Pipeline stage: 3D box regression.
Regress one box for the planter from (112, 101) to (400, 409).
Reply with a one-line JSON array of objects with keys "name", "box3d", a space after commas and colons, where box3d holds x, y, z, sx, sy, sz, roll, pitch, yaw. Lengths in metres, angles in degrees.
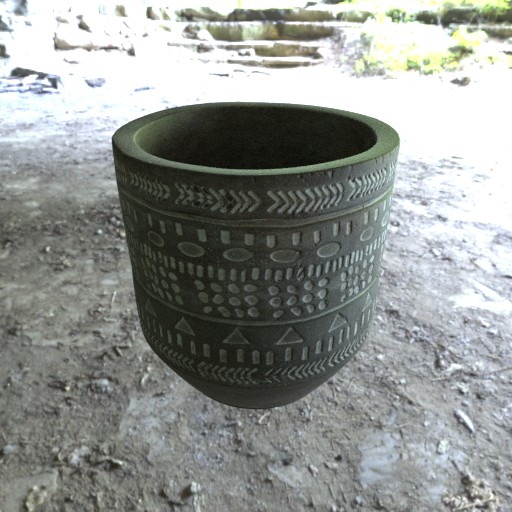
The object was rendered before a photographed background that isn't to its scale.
[{"name": "planter", "box3d": [0.000, 0.000, 0.260, 0.142, 0.149, 0.142, 0, 30, 0]}]
